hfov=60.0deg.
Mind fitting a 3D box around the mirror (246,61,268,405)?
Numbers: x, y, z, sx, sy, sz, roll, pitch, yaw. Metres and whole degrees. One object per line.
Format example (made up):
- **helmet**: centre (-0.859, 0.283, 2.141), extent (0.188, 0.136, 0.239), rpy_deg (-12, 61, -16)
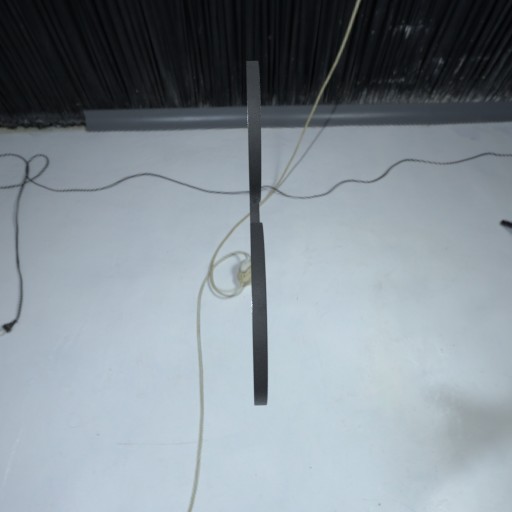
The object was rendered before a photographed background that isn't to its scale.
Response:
- **mirror**: centre (0.000, 0.000, 3.255), extent (0.076, 2.096, 2.160), rpy_deg (-1, 64, -1)
